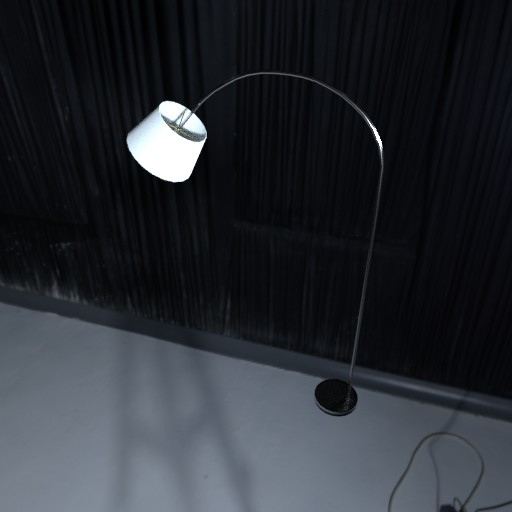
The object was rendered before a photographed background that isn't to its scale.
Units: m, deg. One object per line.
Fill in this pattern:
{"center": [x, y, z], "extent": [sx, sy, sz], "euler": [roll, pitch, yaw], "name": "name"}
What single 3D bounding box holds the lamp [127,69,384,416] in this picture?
{"center": [0.000, 0.000, 2.665], "extent": [1.445, 2.098, 0.406], "euler": [9, 33, 15], "name": "lamp"}
